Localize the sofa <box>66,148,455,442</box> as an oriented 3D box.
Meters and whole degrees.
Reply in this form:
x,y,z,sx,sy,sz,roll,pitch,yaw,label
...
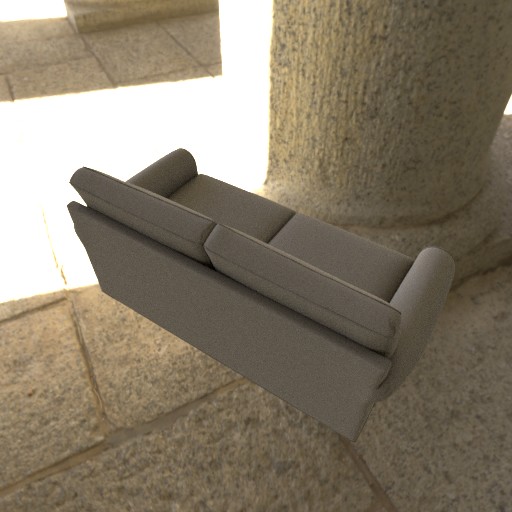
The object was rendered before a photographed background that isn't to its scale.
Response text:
x,y,z,sx,sy,sz,roll,pitch,yaw,label
0.000,0.000,2.427,1.930,0.952,0.940,25,51,22,sofa
